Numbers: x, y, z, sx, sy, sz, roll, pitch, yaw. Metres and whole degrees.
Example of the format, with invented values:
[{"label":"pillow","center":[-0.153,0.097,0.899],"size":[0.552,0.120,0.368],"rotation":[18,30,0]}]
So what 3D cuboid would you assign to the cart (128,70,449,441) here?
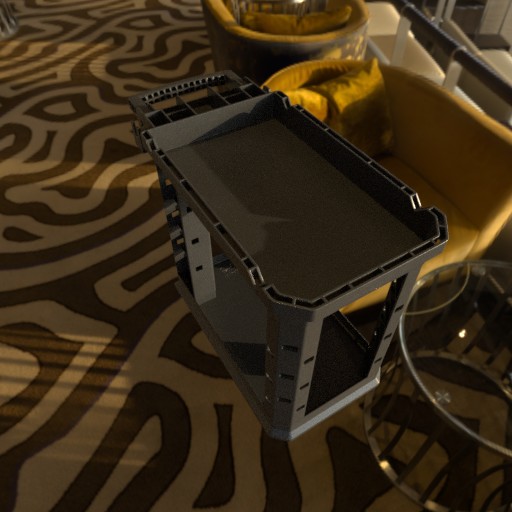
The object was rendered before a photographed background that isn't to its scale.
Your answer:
[{"label":"cart","center":[0.000,0.000,1.569],"size":[0.497,0.884,1.061],"rotation":[-24,52,-21]}]
